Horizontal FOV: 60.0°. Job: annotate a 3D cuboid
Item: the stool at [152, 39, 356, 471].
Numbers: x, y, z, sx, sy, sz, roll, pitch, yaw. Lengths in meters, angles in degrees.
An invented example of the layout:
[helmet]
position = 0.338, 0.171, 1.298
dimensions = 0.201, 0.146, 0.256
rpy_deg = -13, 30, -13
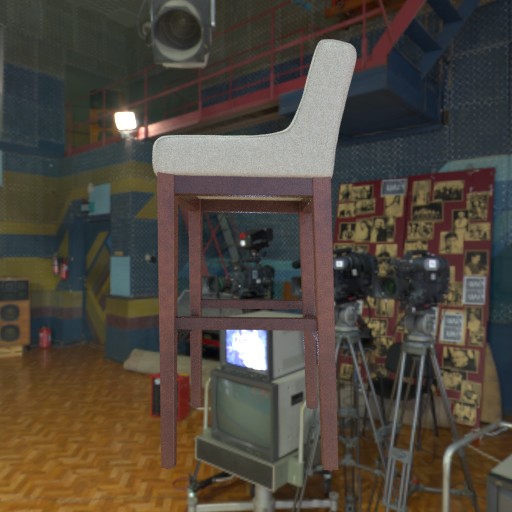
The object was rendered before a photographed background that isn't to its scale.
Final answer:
[stool]
position = 0.000, 0.000, 1.299
dimensions = 0.500, 1.037, 0.511
rpy_deg = 0, 0, 1
